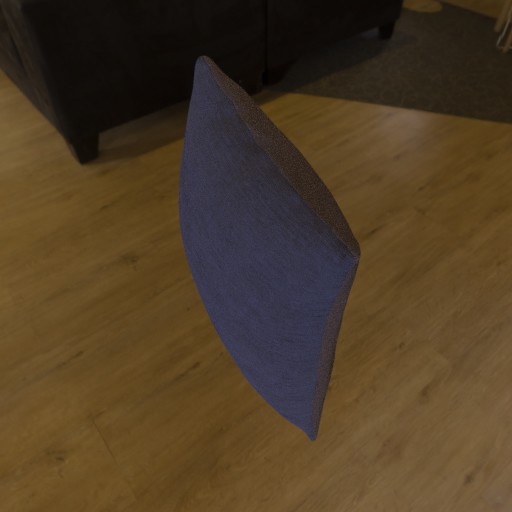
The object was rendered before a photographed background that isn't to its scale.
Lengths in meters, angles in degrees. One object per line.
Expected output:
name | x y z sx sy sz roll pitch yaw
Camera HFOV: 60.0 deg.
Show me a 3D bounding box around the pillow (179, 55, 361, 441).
pillow | 0.000 0.000 0.687 0.204 0.439 0.452 -17 50 -15
